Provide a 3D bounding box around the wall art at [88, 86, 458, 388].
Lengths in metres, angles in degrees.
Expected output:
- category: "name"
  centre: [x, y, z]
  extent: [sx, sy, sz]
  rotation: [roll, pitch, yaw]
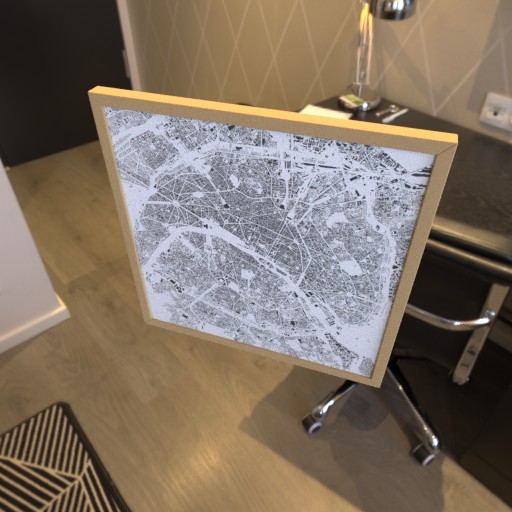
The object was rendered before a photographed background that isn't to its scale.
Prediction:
- category: "wall art"
  centre: [0.000, 0.000, 1.131]
  extent: [0.761, 0.761, 0.037]
  rotation: [12, 42, 14]
